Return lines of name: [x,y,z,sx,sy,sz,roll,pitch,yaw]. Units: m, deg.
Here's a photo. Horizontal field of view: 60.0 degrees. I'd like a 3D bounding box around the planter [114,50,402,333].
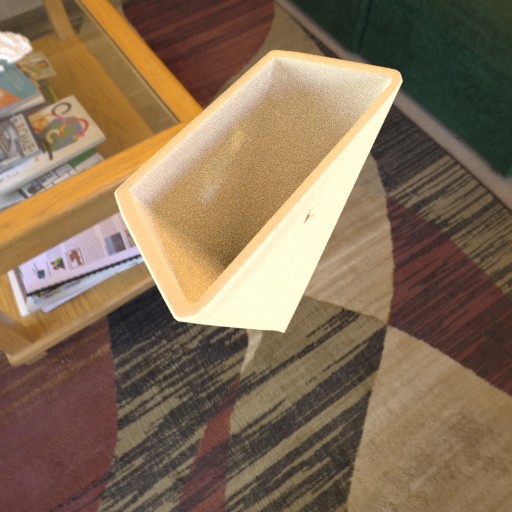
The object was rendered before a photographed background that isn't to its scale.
planter: [0.000,0.000,0.269,0.060,0.197,0.150,34,68,16]
